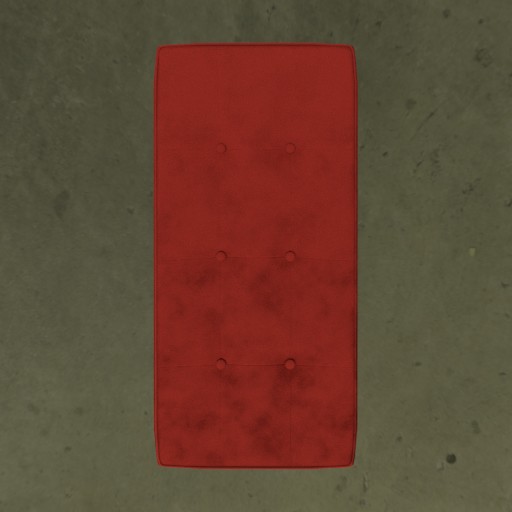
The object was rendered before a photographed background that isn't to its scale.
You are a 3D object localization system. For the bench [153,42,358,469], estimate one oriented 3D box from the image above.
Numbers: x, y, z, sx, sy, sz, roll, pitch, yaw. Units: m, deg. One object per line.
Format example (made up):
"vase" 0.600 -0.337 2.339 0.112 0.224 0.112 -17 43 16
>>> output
"bench" 0.000 0.000 1.263 0.492 0.471 1.016 0 90 0
